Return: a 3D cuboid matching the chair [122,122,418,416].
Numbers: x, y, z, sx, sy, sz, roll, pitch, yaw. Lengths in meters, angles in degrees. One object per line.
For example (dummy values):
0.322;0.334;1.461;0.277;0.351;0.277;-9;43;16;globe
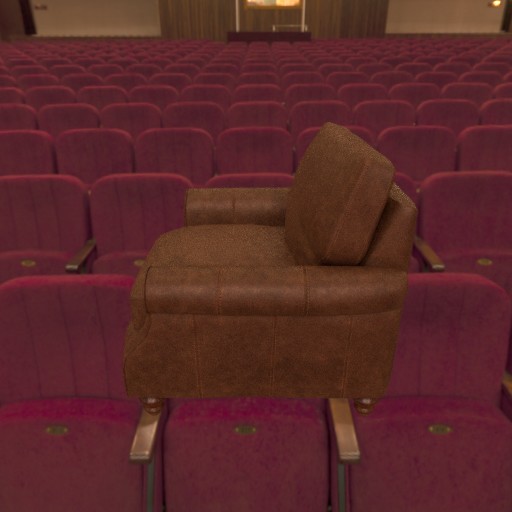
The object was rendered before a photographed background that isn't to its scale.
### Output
0.000;0.000;1.806;1.002;0.976;0.996;0;26;1;chair
